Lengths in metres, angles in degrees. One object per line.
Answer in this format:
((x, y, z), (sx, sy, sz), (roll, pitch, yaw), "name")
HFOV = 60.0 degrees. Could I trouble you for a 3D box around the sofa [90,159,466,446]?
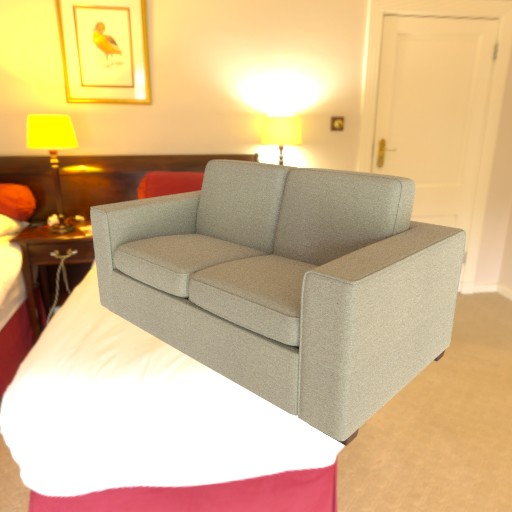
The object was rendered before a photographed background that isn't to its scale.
((0.000, 0.000, 2.414), (1.812, 0.924, 1.007), (16, 24, 41), "sofa")
